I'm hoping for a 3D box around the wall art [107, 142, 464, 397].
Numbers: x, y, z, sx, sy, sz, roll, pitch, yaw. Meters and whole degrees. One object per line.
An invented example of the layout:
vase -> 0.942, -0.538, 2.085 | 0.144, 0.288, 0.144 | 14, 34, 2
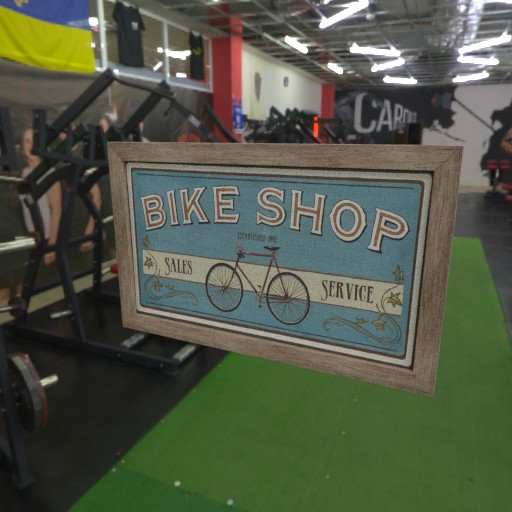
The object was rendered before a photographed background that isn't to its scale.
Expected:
wall art -> 0.000, 0.000, 0.976 | 0.780, 0.480, 0.021 | 7, 17, 24
